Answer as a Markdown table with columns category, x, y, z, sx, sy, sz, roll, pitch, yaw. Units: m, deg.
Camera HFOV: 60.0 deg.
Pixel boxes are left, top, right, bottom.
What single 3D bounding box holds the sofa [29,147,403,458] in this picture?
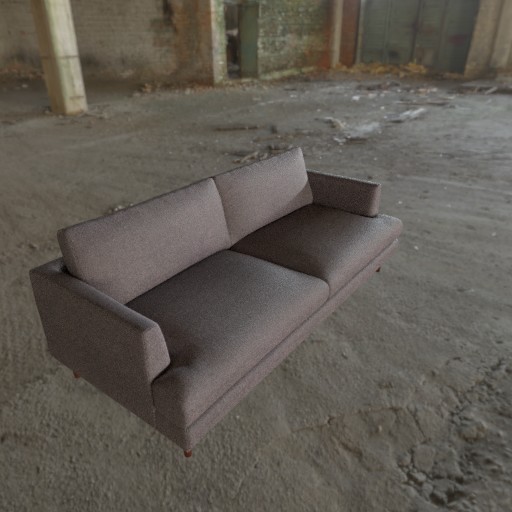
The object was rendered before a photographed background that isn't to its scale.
| category | x | y | z | sx | sy | sz | roll | pitch | yaw |
| --- | --- | --- | --- | --- | --- | --- | --- | --- | --- |
| sofa | 0.000 | 0.000 | 2.695 | 1.020 | 0.868 | 2.250 | 19 | 33 | 32 |
